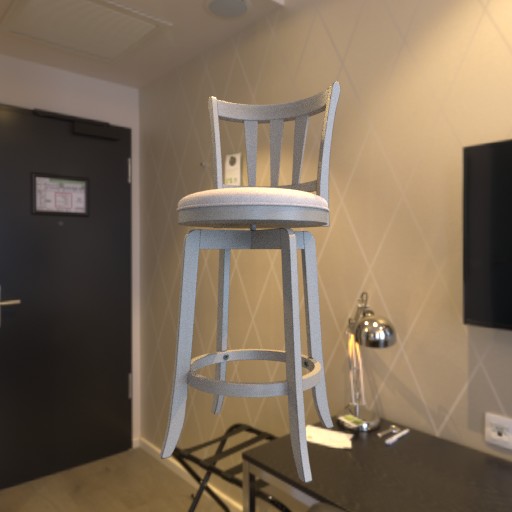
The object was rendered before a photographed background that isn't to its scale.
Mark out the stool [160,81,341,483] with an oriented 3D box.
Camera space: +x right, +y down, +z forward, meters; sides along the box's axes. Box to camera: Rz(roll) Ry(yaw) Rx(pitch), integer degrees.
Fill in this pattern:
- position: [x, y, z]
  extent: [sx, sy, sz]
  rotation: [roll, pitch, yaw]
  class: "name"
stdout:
- position: [0.000, 0.000, 1.266]
  extent: [0.436, 1.042, 0.475]
  rotation: [0, 1, 19]
  class: "stool"
